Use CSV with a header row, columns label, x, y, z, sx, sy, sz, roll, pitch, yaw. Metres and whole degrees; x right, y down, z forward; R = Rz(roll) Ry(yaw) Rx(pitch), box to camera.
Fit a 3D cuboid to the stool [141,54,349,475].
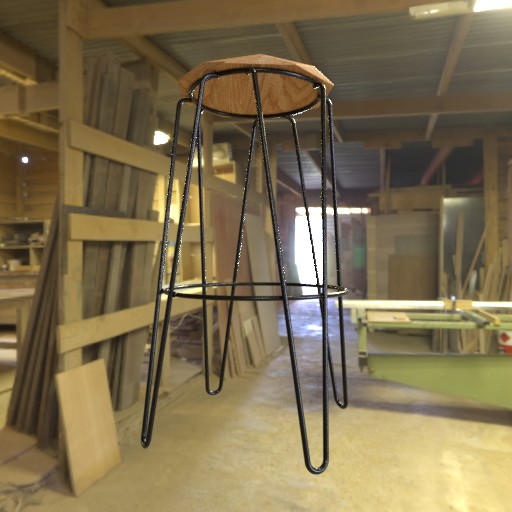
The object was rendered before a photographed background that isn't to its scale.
label,x,y,z,sx,sy,sz,roll,pitch,yaw
stool,0.000,0.000,0.794,0.326,0.610,0.326,0,0,18
